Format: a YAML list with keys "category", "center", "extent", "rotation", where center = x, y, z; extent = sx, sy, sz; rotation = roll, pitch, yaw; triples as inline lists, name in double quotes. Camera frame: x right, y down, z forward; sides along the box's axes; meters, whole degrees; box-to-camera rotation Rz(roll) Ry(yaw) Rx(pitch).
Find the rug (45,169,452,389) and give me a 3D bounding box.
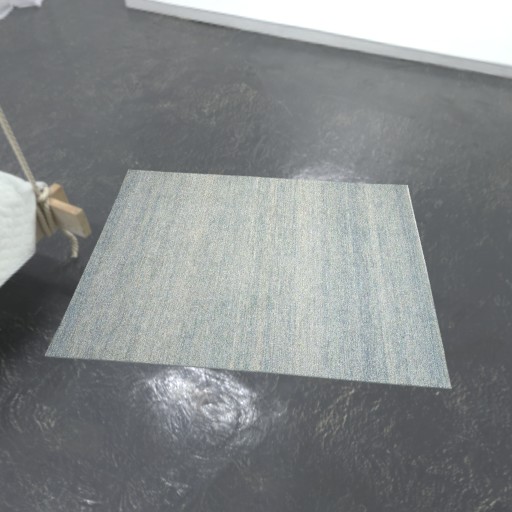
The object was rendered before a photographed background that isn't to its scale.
- category: "rug"
  center: [0.000, 0.000, 4.288]
  extent: [3.237, 0.046, 2.461]
  rotation: [4, 48, 4]
